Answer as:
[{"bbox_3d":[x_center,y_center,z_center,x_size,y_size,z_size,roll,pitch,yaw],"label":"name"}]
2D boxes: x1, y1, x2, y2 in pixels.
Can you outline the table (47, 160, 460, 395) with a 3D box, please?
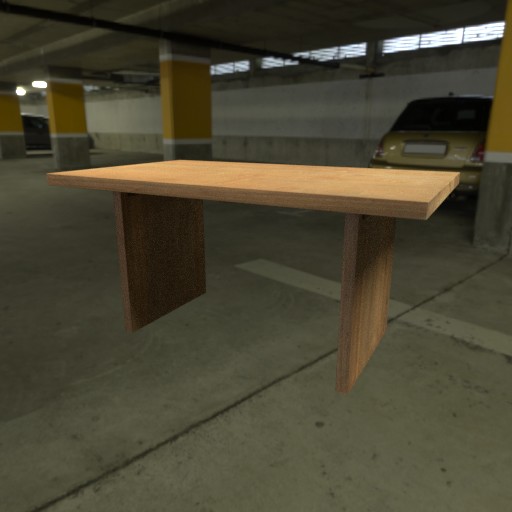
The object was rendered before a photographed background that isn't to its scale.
[{"bbox_3d":[0.000,0.000,2.107,1.609,0.780,0.946,9,18,27],"label":"table"}]
